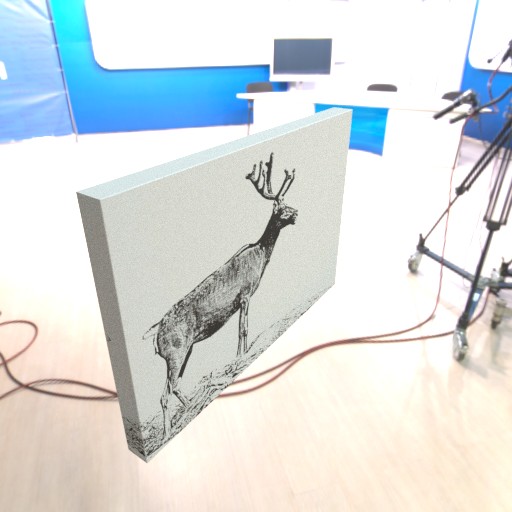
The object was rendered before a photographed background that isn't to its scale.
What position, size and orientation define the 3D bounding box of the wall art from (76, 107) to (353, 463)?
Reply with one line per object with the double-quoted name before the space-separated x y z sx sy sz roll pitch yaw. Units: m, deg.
"wall art" 0.000 0.000 0.781 0.042 0.414 0.608 19 34 31
